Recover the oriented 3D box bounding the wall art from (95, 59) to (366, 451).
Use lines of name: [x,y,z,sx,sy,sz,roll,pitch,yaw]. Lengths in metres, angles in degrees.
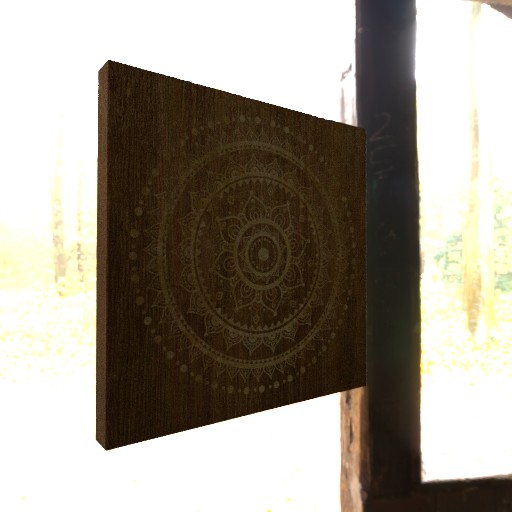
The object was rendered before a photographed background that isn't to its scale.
wall art: [0.000,0.000,0.588,0.406,0.403,0.039,1,-1,-37]
